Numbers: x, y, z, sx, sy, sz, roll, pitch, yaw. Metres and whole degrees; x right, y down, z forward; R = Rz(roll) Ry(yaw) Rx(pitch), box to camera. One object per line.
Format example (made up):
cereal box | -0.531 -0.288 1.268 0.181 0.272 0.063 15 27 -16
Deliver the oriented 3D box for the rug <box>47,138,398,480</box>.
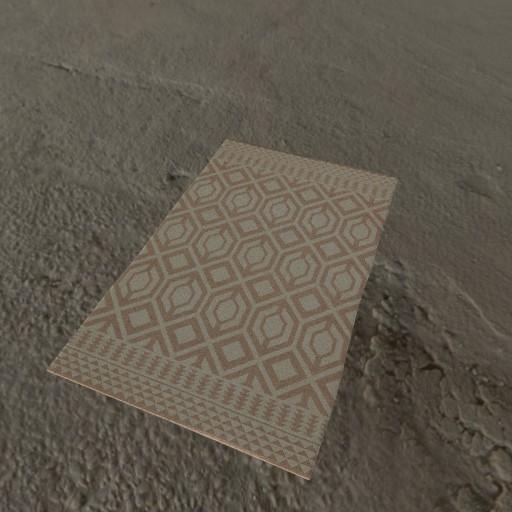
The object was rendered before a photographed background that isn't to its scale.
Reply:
rug | 0.000 0.000 3.016 1.526 0.011 2.435 17 50 14
